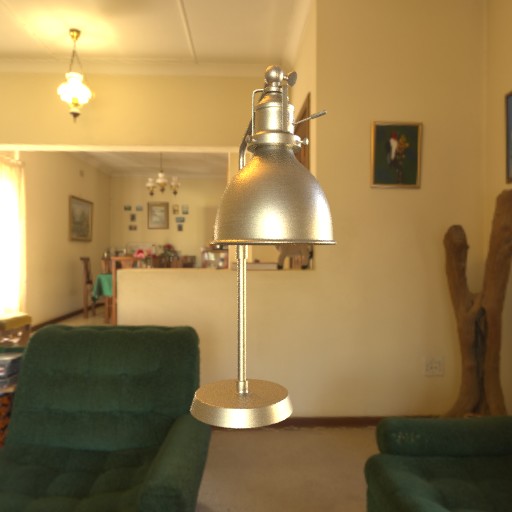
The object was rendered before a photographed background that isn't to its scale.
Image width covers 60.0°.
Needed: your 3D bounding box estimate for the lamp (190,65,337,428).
[{"bbox_3d":[0.000,0.000,0.597,0.153,0.456,0.286,0,1,-18],"label":"lamp"}]
